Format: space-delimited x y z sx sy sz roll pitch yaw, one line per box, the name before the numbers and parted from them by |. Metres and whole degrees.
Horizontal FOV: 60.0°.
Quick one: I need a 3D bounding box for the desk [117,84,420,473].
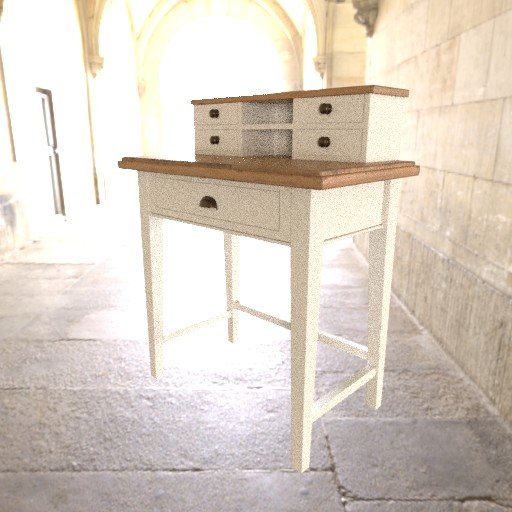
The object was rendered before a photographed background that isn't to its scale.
desk | 0.000 0.000 1.414 0.814 0.981 0.462 14 21 42
